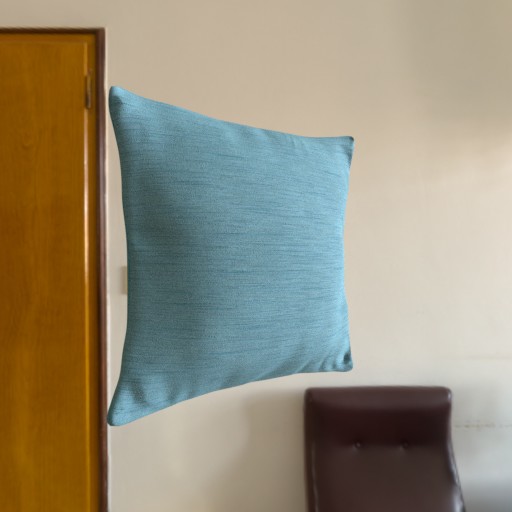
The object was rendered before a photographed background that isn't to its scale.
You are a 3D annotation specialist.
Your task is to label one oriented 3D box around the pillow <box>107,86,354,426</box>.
[{"bbox_3d":[0.000,0.000,0.655,0.433,0.415,0.151,-1,1,-36],"label":"pillow"}]
